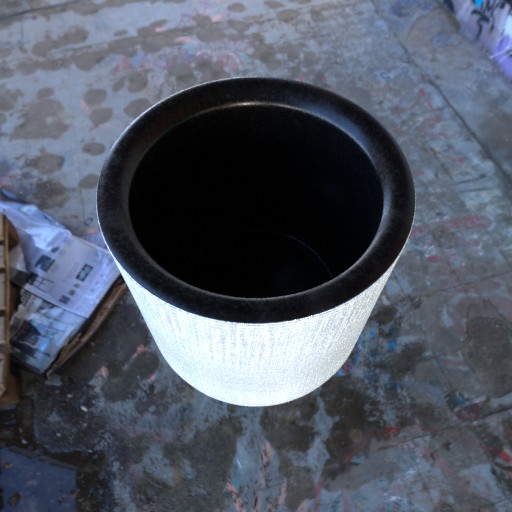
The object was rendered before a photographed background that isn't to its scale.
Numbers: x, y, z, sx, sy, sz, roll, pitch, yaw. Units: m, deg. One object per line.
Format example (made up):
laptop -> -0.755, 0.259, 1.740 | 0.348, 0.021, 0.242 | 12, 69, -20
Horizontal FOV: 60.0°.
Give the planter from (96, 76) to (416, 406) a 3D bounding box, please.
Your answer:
planter -> 0.000, 0.000, 0.286 | 0.160, 0.156, 0.160 | 0, 59, 0
